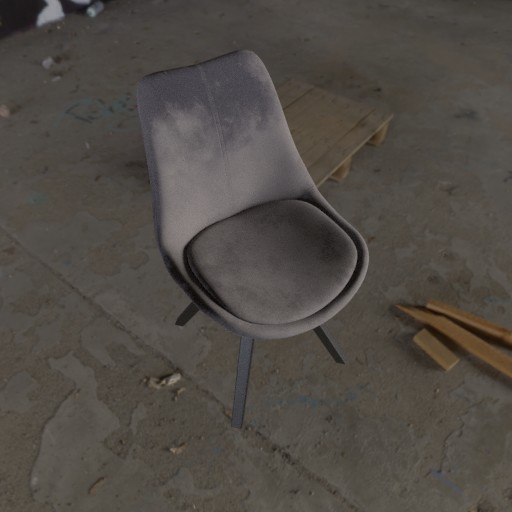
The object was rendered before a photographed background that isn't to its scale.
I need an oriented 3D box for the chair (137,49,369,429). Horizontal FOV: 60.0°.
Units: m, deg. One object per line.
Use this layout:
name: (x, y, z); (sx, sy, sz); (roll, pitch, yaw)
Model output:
chair: (0.000, 0.000, 1.184); (0.476, 0.850, 0.550); (-25, 52, -21)
